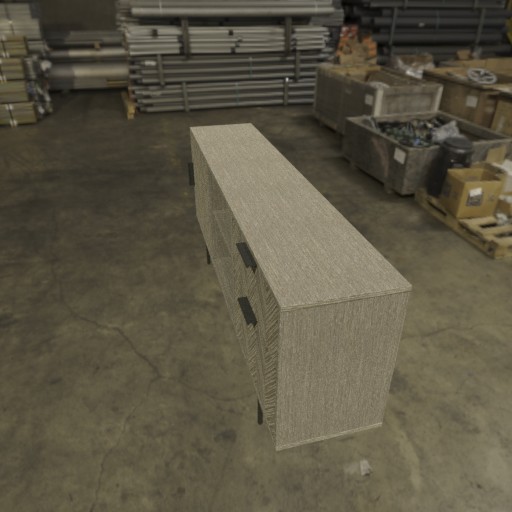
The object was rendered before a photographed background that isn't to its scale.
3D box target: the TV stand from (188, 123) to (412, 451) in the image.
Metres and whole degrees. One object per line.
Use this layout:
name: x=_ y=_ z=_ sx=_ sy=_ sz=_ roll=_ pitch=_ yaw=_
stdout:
TV stand: x=0.000 y=0.000 z=2.106 sx=0.405 sy=0.787 sz=1.804 roll=-8 pitch=31 yaw=-13
